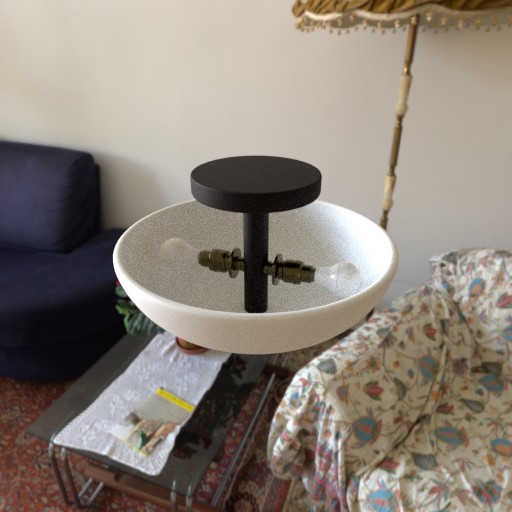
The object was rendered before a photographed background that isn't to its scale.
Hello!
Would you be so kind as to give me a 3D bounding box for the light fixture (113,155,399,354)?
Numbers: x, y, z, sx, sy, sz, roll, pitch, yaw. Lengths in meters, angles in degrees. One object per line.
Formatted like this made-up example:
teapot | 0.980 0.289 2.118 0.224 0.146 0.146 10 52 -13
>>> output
light fixture | 0.000 0.000 0.543 0.331 0.212 0.331 0 27 0
